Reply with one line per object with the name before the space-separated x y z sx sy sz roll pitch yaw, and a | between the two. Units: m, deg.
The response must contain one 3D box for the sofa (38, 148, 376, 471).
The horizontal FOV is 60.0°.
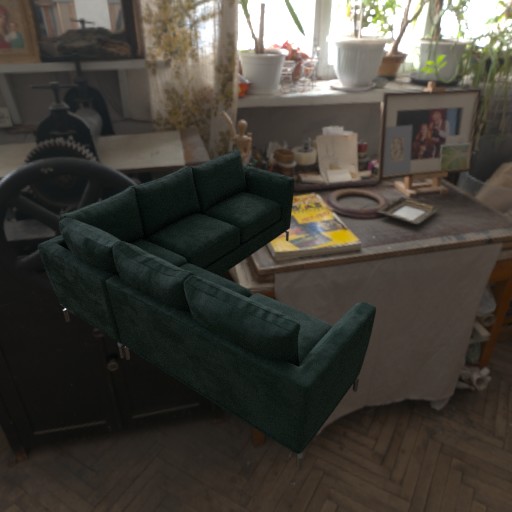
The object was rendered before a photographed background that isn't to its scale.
sofa | 0.000 0.000 3.798 2.468 1.004 2.452 21 37 31
